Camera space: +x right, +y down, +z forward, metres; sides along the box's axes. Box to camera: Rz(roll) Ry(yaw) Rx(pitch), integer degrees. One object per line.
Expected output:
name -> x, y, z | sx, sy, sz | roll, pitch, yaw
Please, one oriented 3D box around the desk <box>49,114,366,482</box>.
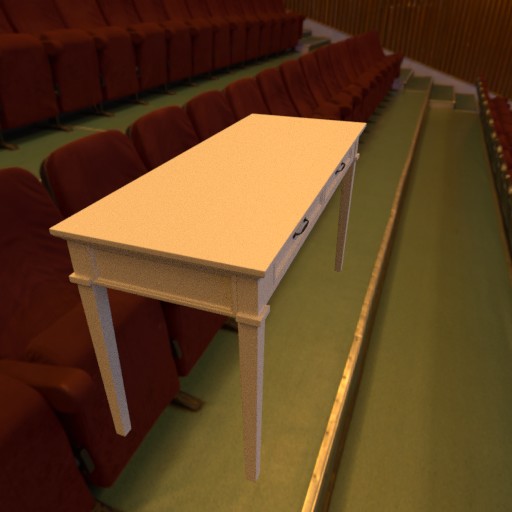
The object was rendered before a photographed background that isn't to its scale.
desk -> 0.000, 0.000, 1.741 | 0.559, 0.774, 1.372 | 11, 31, 18
